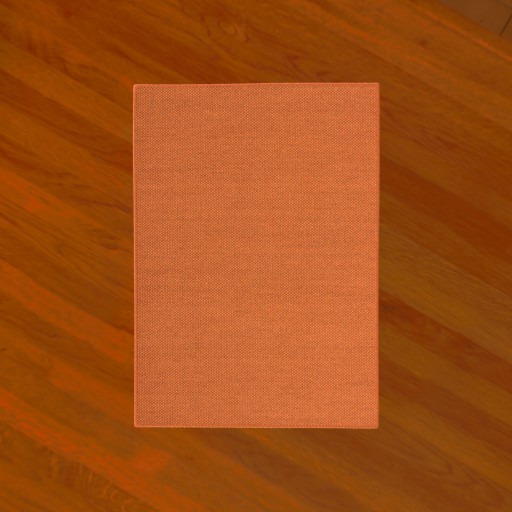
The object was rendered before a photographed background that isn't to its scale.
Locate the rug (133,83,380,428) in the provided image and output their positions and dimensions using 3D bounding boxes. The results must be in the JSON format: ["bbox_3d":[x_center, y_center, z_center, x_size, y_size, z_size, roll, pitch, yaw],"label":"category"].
[{"bbox_3d":[0.000,0.000,2.747,1.524,0.013,2.134,0,90,1],"label":"rug"}]
